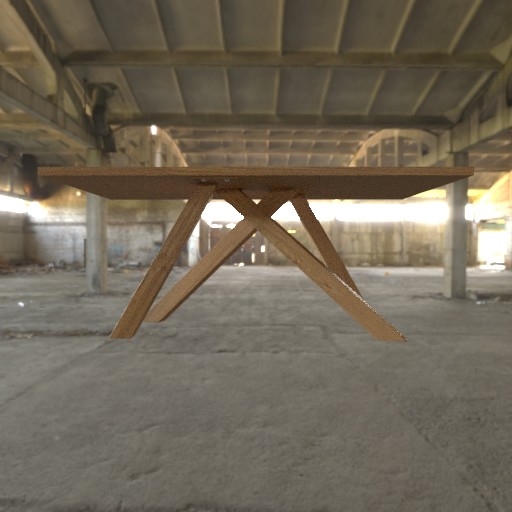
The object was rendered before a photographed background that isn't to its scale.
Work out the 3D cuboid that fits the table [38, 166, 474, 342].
[{"bbox_3d":[0.000,0.000,2.281,1.797,0.750,0.901,0,1,0],"label":"table"}]
